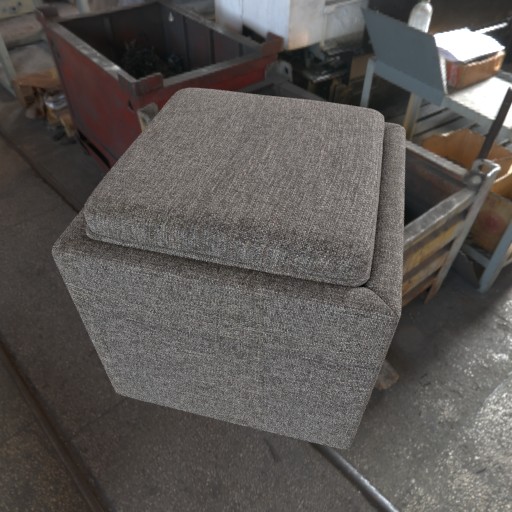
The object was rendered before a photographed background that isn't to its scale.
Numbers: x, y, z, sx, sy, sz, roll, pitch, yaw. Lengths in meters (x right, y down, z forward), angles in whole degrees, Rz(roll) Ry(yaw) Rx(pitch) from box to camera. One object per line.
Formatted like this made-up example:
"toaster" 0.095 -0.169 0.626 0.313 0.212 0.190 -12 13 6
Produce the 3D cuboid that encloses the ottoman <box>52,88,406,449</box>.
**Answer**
"ottoman" 0.000 0.000 0.806 0.450 0.460 0.450 10 46 10
